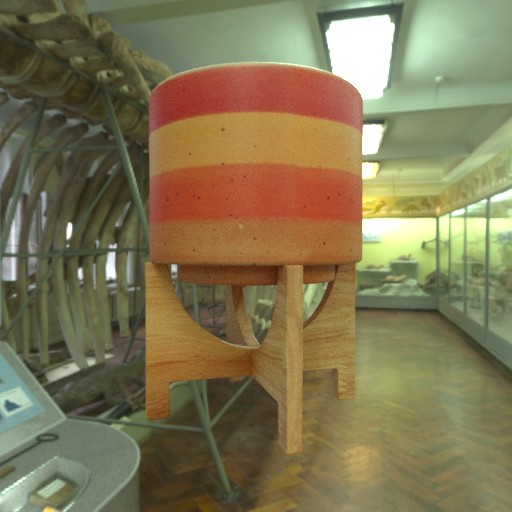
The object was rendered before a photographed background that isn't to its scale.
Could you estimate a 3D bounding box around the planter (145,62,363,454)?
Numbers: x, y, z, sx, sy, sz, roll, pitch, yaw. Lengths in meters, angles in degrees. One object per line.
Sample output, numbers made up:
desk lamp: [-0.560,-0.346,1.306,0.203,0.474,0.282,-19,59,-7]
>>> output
planter: [0.000,0.000,0.553,0.269,0.379,0.269,0,1,0]
